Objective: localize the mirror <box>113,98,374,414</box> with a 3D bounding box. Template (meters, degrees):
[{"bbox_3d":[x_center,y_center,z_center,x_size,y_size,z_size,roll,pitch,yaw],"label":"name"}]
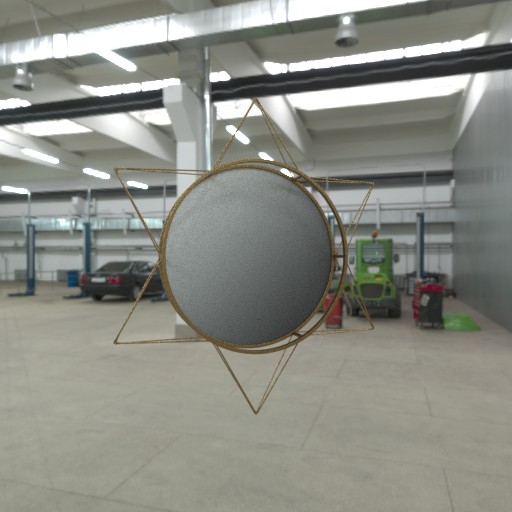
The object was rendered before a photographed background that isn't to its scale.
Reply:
[{"bbox_3d":[0.000,0.000,0.813,0.498,0.581,0.062,0,0,-18],"label":"mirror"}]
